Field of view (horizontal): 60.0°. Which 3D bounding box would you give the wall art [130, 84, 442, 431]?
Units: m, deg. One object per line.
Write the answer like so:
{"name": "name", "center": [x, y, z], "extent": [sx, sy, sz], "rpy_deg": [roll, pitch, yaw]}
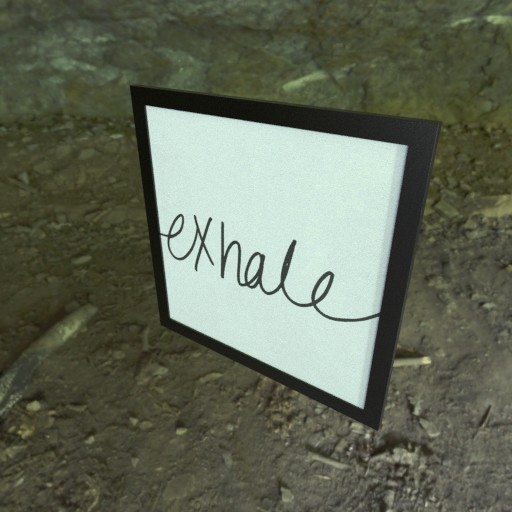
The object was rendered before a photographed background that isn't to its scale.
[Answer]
{"name": "wall art", "center": [0.000, 0.000, 0.660], "extent": [0.446, 0.445, 0.014], "rpy_deg": [18, 34, 30]}
